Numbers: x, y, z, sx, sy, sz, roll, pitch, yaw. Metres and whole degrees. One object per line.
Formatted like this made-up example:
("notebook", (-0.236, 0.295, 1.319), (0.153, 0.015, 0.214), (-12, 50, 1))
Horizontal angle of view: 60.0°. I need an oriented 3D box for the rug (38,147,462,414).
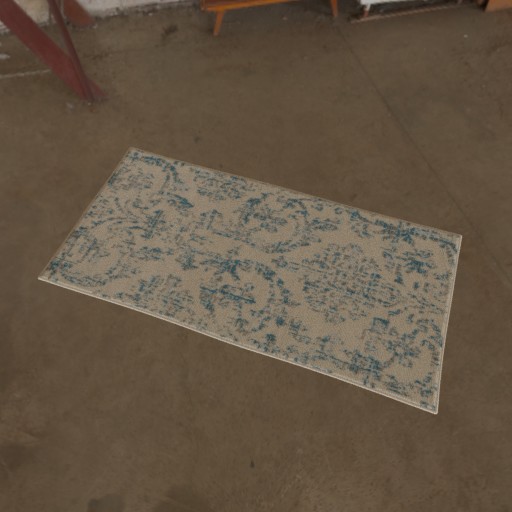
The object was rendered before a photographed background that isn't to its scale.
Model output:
("rug", (0.000, 0.000, 1.411), (1.220, 0.007, 0.605), (17, 59, 10))
